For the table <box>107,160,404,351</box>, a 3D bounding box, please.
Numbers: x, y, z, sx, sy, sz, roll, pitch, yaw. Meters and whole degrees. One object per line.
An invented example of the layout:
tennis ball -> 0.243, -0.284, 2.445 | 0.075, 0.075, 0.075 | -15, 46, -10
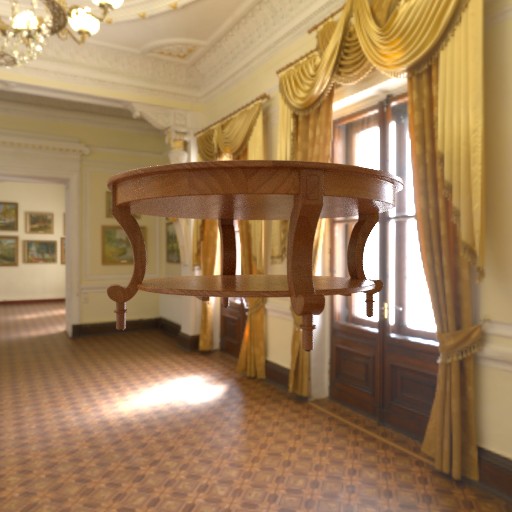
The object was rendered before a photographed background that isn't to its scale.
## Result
table -> 0.000, 0.000, 1.614 | 1.029, 0.490, 1.029 | 0, 1, 0
